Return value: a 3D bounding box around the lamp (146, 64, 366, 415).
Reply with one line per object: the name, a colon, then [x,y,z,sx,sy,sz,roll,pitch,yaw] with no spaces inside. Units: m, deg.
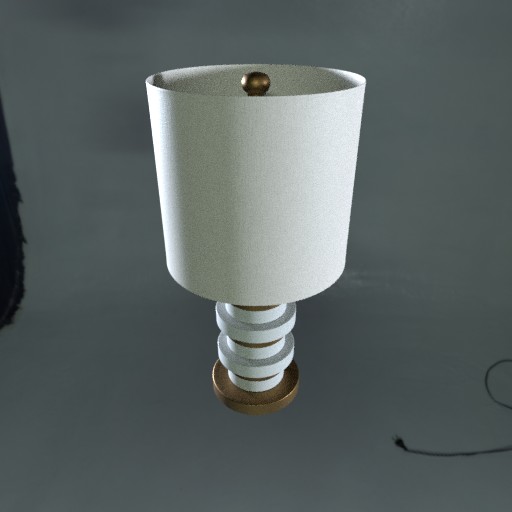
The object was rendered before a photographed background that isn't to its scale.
lamp: [0.000,0.000,0.530,0.210,0.410,0.210,0,30,1]
